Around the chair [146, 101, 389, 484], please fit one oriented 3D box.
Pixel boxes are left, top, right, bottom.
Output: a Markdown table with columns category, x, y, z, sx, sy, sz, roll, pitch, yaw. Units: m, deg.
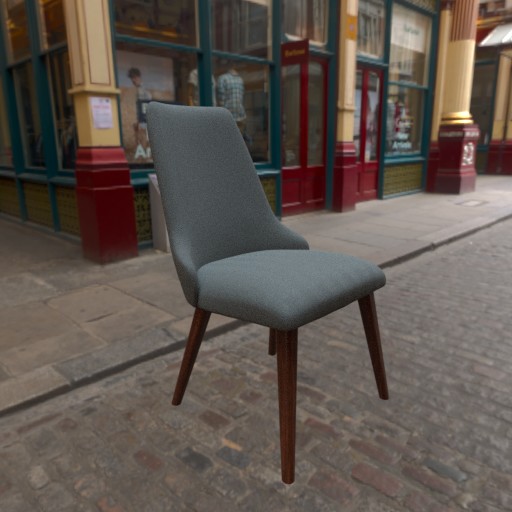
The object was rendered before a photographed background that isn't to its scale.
| category | x | y | z | sx | sy | sz | roll | pitch | yaw |
| --- | --- | --- | --- | --- | --- | --- | --- | --- | --- |
| chair | 0.000 | 0.000 | 1.363 | 0.707 | 0.918 | 0.535 | 13 | 19 | 42 |
